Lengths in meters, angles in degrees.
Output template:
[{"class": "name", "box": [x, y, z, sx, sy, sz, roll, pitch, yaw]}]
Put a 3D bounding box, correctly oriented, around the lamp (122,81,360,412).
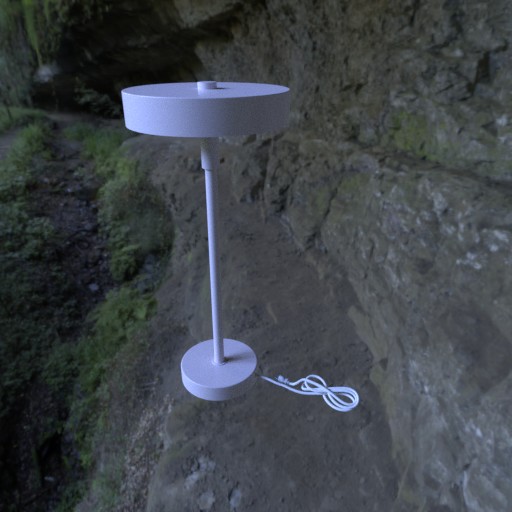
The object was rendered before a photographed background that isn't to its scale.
[{"class": "lamp", "box": [0.000, 0.000, 0.697, 0.369, 0.508, 0.229, 8, 27, 16]}]
